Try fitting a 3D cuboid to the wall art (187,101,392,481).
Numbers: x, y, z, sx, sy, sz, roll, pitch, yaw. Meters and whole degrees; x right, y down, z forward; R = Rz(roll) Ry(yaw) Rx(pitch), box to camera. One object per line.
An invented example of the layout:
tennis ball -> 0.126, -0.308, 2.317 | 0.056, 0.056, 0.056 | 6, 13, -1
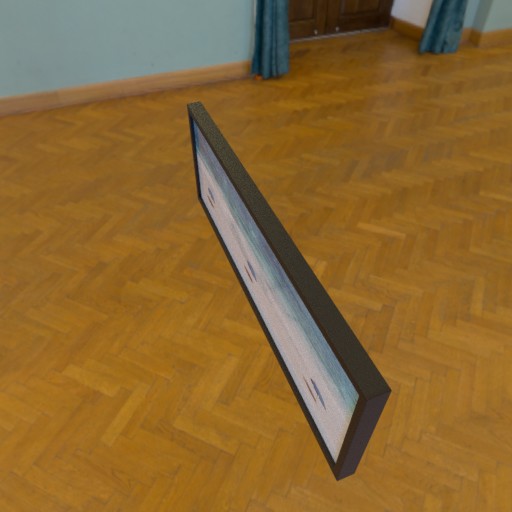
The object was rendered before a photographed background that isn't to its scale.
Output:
wall art -> 0.000, 0.000, 0.955 | 0.037, 0.303, 0.860 | -16, 48, -15
